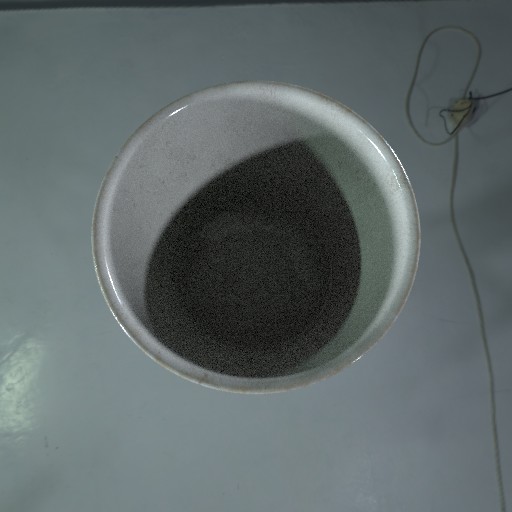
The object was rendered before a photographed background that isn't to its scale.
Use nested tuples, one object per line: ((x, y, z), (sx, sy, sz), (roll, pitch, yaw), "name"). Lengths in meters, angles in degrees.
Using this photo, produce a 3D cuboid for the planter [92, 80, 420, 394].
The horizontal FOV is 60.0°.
((0.000, 0.000, 0.221), (0.126, 0.104, 0.126), (0, 75, 0), "planter")
